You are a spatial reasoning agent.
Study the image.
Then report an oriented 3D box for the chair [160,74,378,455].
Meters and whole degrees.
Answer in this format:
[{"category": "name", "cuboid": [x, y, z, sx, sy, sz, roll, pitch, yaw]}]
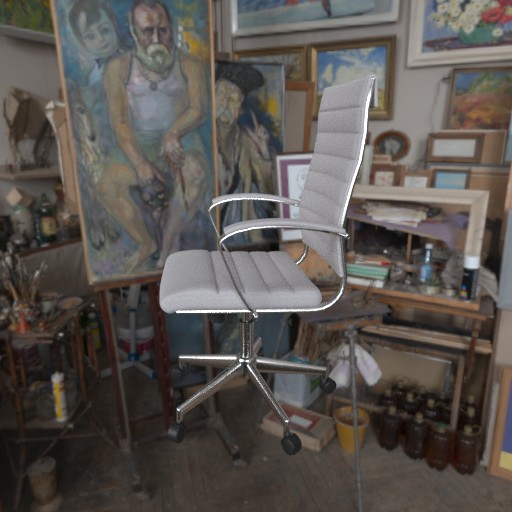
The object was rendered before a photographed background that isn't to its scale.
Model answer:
[{"category": "chair", "cuboid": [0.000, 0.000, 1.553, 0.667, 1.149, 0.679, -2, 16, -9]}]
